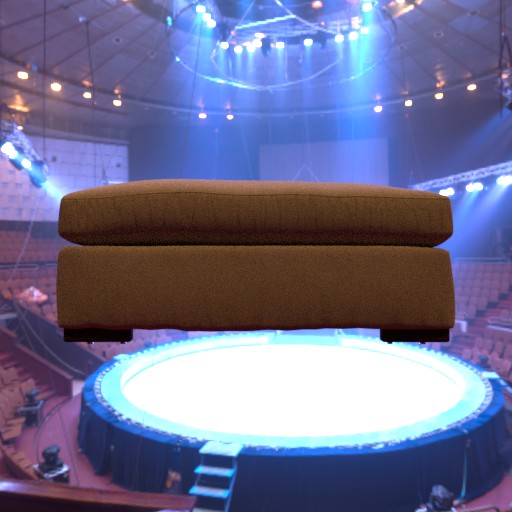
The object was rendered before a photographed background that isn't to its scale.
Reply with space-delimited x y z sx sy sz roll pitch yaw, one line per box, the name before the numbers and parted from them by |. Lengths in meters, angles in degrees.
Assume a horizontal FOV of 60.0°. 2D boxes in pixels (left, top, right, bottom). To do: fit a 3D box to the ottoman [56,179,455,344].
ottoman | 0.000 0.000 1.832 1.171 0.517 1.203 0 -1 0
